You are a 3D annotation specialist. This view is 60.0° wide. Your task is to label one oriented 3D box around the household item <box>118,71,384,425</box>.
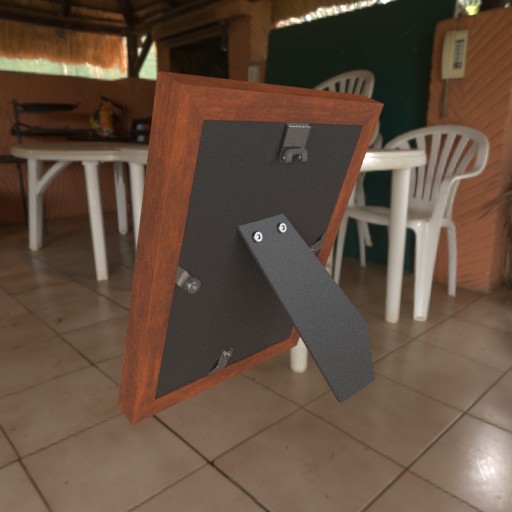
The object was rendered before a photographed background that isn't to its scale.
[{"bbox_3d":[0.000,0.000,0.287,0.160,0.204,0.096,-14,21,-42],"label":"household item"}]
